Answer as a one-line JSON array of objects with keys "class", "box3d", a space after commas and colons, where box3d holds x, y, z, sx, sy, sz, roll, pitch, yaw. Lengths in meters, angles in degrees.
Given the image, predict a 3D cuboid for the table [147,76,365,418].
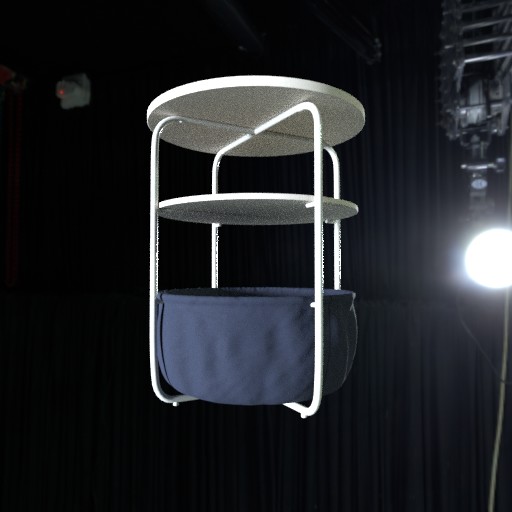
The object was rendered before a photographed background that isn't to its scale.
[{"class": "table", "box3d": [0.000, 0.000, 0.870, 0.418, 0.532, 0.418, -1, -2, 16]}]
